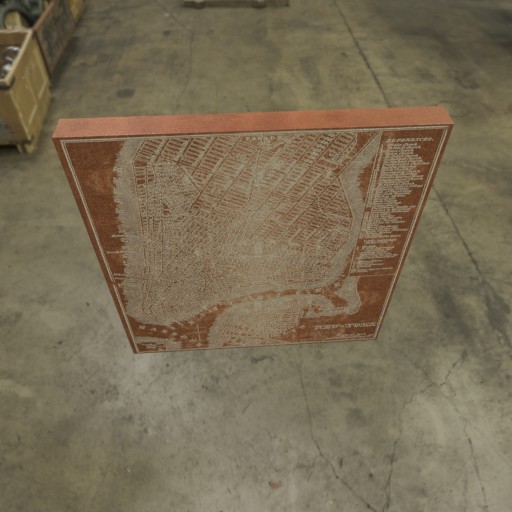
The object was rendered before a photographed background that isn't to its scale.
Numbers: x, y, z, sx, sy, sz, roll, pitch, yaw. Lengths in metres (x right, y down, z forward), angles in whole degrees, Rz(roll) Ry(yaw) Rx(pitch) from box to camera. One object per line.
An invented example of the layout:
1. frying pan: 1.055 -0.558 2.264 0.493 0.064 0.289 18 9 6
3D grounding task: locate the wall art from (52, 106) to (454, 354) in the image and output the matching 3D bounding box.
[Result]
1. wall art: 0.000 0.000 0.600 0.403 0.403 0.035 -3 47 -3
